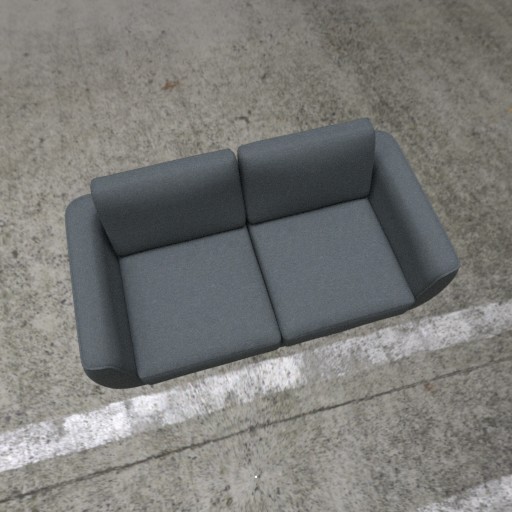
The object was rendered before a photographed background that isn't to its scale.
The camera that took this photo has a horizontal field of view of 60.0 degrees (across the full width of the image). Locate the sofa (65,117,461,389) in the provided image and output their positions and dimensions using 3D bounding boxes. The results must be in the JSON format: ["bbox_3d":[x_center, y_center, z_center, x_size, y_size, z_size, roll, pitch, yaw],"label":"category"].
[{"bbox_3d":[0.000,0.000,2.210,1.700,0.850,0.920,-14,64,-7],"label":"sofa"}]
